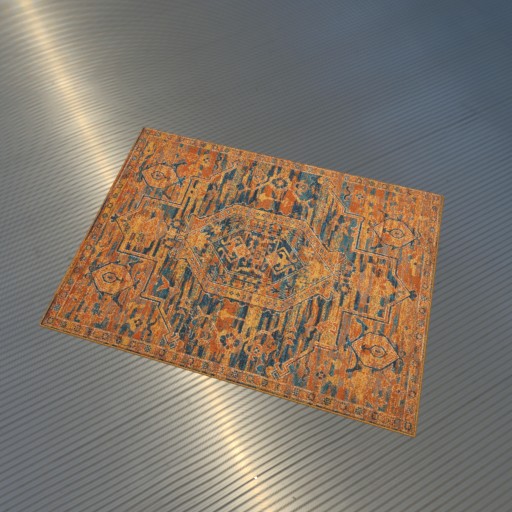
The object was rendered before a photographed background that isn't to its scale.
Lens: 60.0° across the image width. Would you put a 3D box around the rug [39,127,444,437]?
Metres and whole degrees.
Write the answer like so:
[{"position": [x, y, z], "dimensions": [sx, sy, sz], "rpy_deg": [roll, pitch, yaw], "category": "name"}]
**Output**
[{"position": [0.000, 0.000, 2.805], "dimensions": [2.204, 0.024, 1.588], "rpy_deg": [15, 64, 7], "category": "rug"}]
